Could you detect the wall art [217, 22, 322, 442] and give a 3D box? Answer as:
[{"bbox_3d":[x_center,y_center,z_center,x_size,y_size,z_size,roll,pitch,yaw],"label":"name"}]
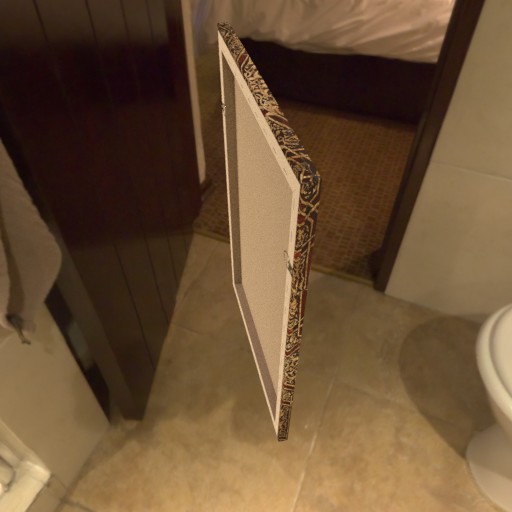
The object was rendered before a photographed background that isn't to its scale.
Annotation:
[{"bbox_3d":[0.000,0.000,0.741,0.020,0.599,0.397,-11,48,-10],"label":"wall art"}]
